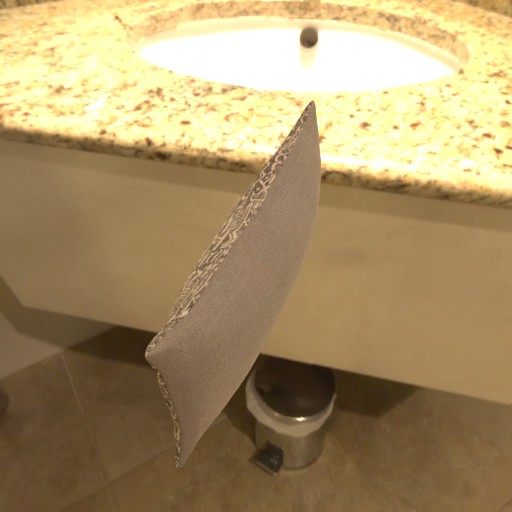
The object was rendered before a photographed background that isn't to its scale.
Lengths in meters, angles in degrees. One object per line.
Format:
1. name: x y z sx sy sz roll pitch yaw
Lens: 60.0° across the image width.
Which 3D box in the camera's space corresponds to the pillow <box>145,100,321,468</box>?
1. pillow: 0.000 0.000 0.751 0.148 0.290 0.631 15 47 15
